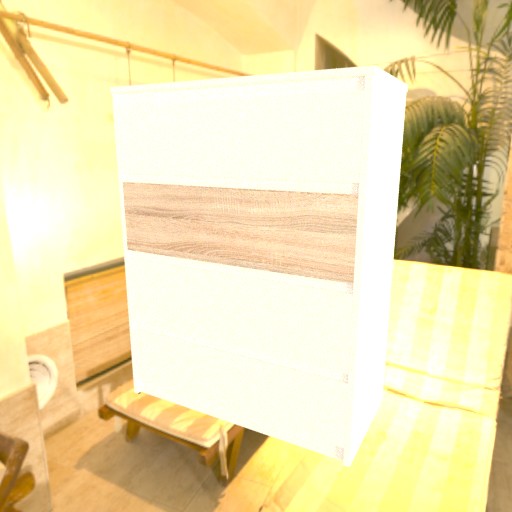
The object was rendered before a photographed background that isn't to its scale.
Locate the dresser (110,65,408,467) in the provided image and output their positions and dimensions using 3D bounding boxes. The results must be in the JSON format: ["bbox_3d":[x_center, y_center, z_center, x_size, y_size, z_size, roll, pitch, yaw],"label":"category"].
[{"bbox_3d":[0.000,0.000,1.442,0.800,1.040,0.380,8,16,28],"label":"dresser"}]
